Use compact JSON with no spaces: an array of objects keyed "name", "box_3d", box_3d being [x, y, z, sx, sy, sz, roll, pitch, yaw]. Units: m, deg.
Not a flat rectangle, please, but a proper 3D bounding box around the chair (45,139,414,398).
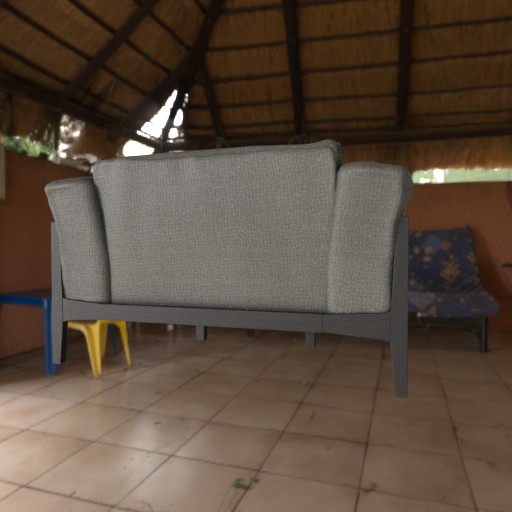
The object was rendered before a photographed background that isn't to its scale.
[{"name":"chair","box_3d":[0.000,0.000,1.626,1.056,0.646,0.969,0,2,17]}]
